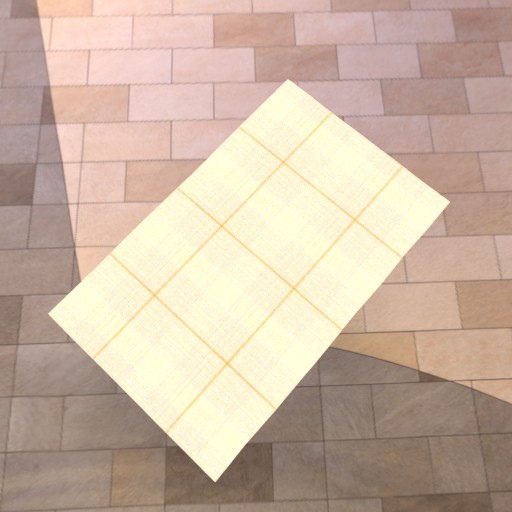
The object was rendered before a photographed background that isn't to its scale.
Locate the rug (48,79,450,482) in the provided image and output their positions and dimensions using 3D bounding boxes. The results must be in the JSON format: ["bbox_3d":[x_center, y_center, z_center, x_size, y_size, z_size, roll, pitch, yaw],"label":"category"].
[{"bbox_3d":[0.000,0.000,3.054,1.527,0.016,2.442,41,79,10],"label":"rug"}]
